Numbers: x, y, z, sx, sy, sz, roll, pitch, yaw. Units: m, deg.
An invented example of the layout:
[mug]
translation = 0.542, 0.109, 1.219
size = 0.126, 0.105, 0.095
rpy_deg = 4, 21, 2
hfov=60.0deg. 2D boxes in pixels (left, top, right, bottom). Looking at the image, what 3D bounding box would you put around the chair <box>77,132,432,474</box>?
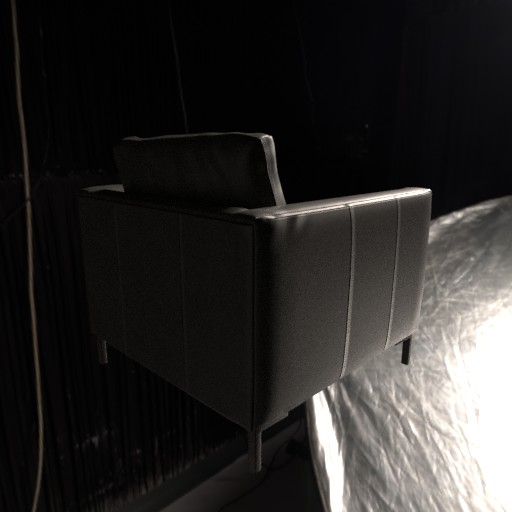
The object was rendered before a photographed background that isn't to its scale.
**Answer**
[chair]
translation = 0.000, 0.000, 1.499
size = 0.967, 0.824, 0.861
rpy_deg = 13, 19, 43
